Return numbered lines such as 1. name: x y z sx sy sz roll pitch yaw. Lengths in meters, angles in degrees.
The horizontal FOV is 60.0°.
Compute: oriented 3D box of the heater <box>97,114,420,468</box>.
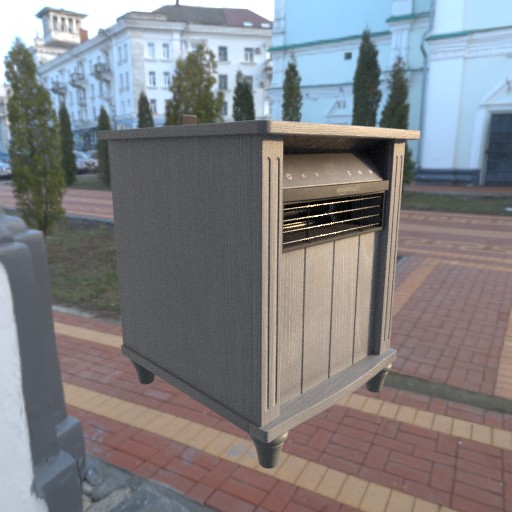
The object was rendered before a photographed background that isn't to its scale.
1. heater: 0.000 0.000 0.758 0.362 0.481 0.400 -13 18 -43
